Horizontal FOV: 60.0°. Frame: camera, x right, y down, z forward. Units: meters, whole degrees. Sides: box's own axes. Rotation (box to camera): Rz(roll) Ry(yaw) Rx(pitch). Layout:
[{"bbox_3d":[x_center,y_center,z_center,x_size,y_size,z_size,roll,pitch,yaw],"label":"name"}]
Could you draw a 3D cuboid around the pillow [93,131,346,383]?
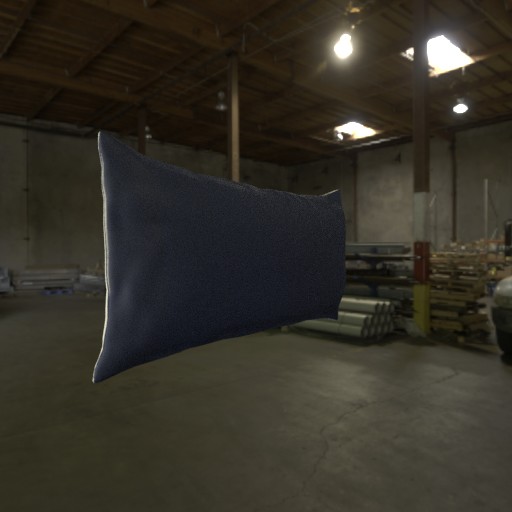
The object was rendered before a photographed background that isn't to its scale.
[{"bbox_3d":[0.000,0.000,0.734,0.151,0.287,0.610,0,1,36],"label":"pillow"}]
